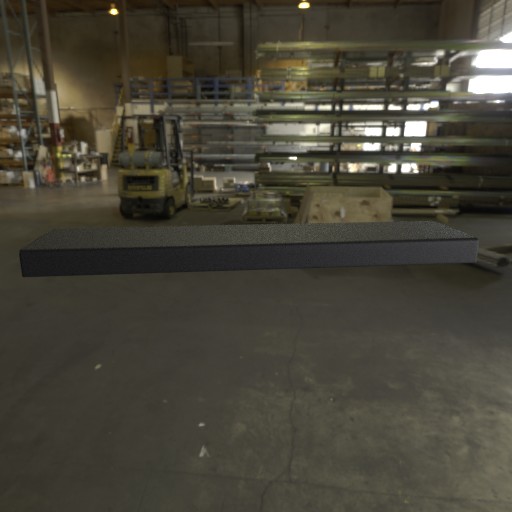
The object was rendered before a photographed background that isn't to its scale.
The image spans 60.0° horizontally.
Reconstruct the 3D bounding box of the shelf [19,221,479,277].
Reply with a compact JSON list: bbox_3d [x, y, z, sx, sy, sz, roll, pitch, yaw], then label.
[{"bbox_3d":[0.000,0.000,0.491,0.456,0.053,0.102,-2,15,-6],"label":"shelf"}]
